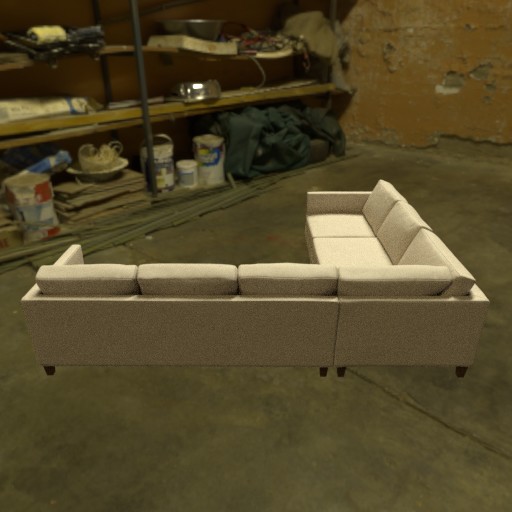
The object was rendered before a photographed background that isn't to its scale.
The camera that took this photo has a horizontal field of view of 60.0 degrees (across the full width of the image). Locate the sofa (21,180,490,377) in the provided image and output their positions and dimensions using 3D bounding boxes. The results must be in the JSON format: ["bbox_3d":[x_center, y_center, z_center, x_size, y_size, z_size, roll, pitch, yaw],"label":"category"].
[{"bbox_3d":[0.000,0.000,4.162,3.182,0.863,2.432,0,26,0],"label":"sofa"}]
